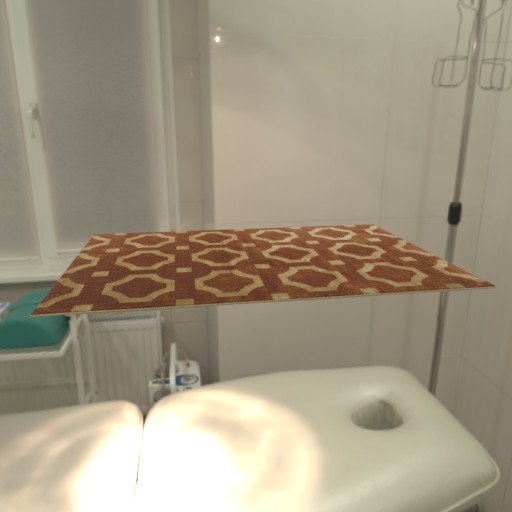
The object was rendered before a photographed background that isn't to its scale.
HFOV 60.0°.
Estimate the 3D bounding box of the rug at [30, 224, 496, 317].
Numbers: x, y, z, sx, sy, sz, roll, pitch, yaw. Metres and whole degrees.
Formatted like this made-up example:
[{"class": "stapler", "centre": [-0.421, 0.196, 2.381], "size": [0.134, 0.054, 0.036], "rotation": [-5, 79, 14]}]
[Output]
[{"class": "rug", "centre": [0.000, 0.000, 2.871], "size": [2.286, 0.016, 1.555], "rotation": [-3, 16, -9]}]
